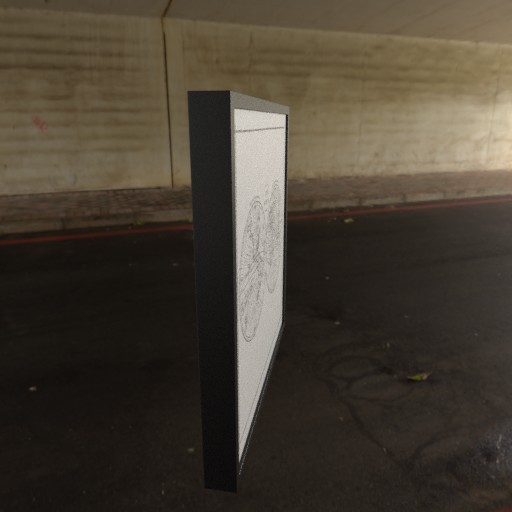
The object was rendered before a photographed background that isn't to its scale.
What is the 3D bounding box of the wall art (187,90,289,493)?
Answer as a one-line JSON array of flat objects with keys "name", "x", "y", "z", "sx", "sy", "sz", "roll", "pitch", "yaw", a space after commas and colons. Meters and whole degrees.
[{"name": "wall art", "x": 0.000, "y": 0.000, "z": 0.483, "sx": 0.029, "sy": 0.318, "sz": 0.327, "roll": 3, "pitch": 17, "yaw": 10}]
